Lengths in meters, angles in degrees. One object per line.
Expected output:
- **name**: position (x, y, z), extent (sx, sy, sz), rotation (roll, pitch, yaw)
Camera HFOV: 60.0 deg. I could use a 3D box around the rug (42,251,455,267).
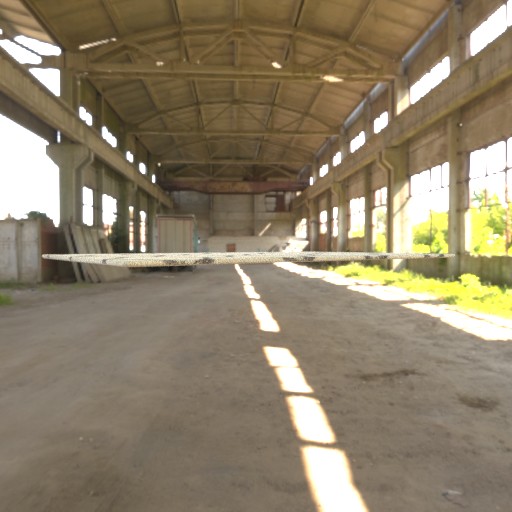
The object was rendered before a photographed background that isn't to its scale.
- **rug**: position (0.000, 0.000, 2.970), extent (2.348, 0.024, 1.501), rotation (-1, 2, -37)
